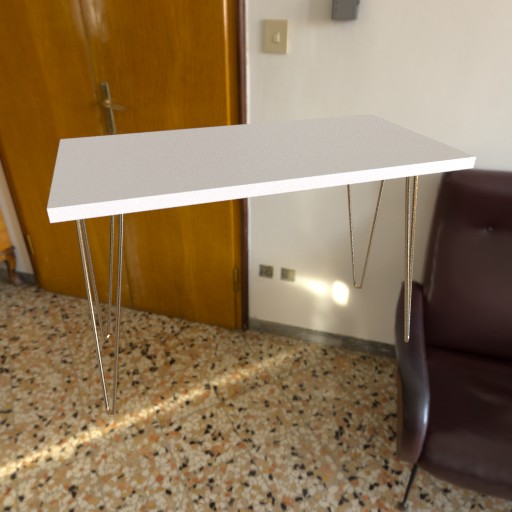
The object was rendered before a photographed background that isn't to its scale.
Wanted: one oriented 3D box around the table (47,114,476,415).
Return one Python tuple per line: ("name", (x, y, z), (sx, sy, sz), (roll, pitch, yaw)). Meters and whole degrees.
("table", (0.000, 0.000, 1.334), (0.991, 0.660, 0.498), (-9, 32, -16))
